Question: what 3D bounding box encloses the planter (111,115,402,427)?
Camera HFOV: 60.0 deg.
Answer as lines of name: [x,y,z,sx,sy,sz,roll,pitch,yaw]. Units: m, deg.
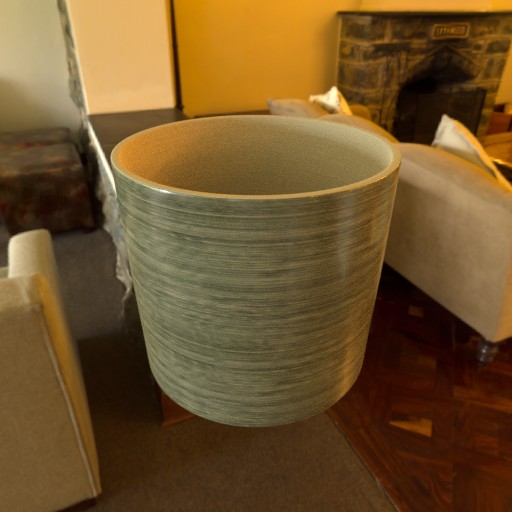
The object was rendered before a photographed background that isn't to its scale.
planter: [0.000,0.000,0.400,0.221,0.201,0.221,0,30,0]
